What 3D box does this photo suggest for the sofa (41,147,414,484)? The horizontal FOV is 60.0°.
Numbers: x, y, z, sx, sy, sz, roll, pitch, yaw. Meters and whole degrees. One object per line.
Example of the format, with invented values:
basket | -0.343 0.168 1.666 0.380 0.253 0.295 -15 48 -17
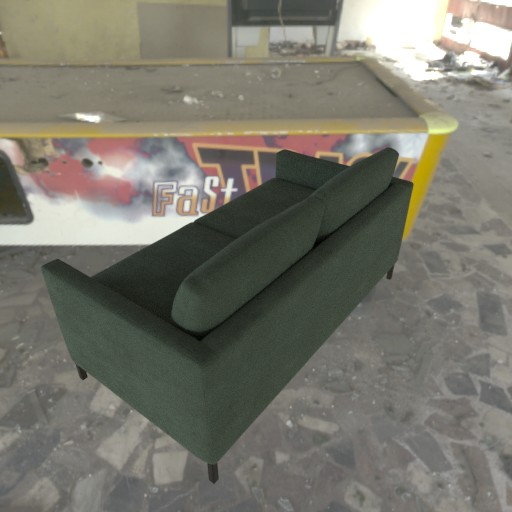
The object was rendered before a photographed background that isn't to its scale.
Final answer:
sofa | 0.000 0.000 2.139 0.875 0.817 1.676 22 39 31
